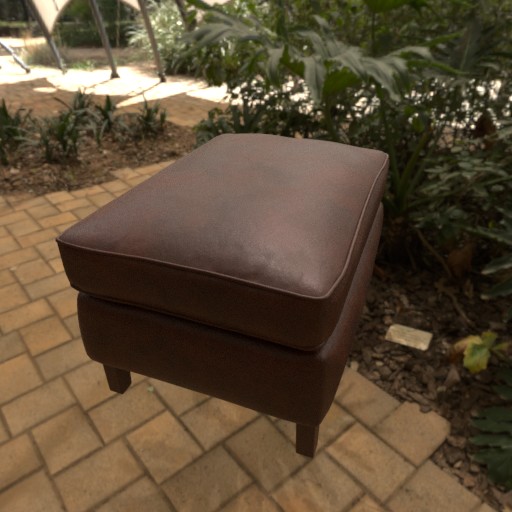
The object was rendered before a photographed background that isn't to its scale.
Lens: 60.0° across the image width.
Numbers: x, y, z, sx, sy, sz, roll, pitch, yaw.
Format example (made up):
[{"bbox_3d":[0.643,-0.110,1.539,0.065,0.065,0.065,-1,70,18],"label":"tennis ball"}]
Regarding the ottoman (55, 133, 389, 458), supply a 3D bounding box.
[{"bbox_3d":[0.000,0.000,0.983,0.501,0.432,0.665,11,33,18],"label":"ottoman"}]
